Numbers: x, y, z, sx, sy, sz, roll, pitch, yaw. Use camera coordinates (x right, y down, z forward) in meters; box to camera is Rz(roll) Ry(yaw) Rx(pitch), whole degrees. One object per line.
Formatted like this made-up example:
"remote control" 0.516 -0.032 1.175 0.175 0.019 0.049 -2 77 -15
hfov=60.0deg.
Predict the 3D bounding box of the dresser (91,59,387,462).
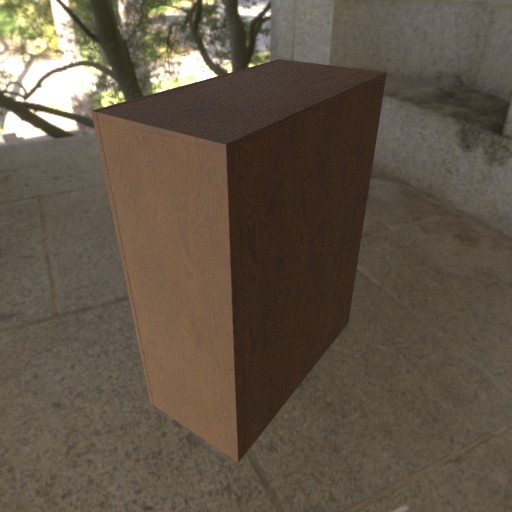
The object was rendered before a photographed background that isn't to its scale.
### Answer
"dresser" 0.000 0.000 1.815 0.516 1.320 0.964 21 39 29
